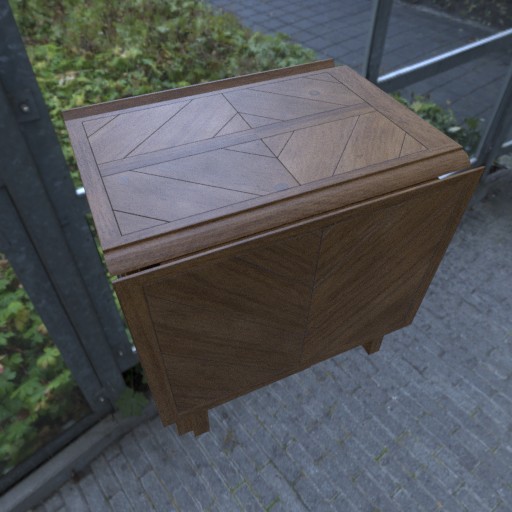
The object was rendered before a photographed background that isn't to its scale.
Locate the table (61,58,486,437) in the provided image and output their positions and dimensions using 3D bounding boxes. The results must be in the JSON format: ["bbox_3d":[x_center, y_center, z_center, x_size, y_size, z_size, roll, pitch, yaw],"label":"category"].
[{"bbox_3d":[0.000,0.000,1.236,0.746,0.763,0.591,-18,48,-17],"label":"table"}]
